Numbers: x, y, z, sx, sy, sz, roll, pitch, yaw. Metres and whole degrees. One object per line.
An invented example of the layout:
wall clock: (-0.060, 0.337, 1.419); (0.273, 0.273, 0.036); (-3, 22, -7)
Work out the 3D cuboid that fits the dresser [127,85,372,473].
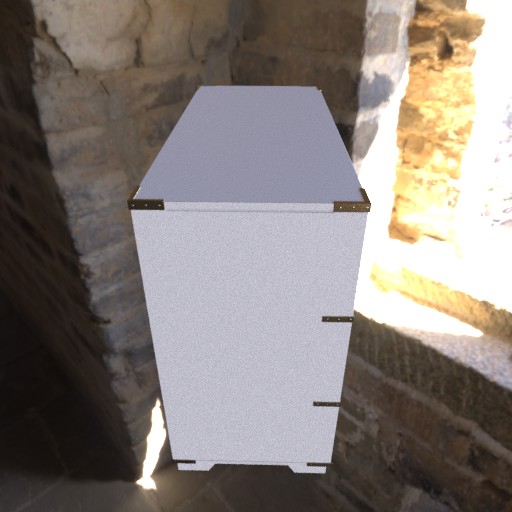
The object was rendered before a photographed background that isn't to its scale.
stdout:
dresser: (0.000, 0.000, 1.499); (0.460, 0.891, 1.022); (1, 33, 1)
